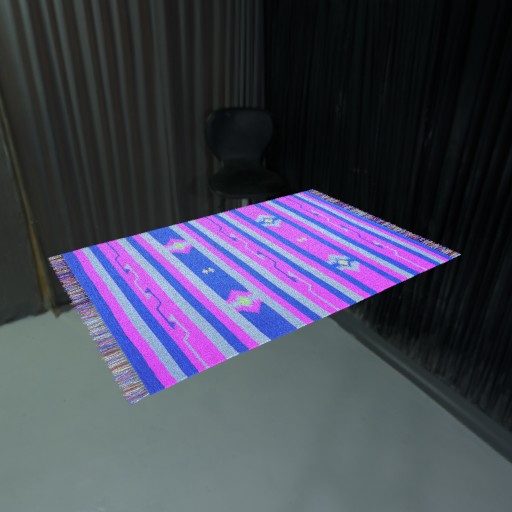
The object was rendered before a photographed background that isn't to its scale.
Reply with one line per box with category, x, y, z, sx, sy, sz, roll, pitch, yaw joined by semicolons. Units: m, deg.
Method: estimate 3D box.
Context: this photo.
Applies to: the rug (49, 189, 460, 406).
rug;0.000;0.000;2.976;2.350;0.013;1.539;-18;34;-30
